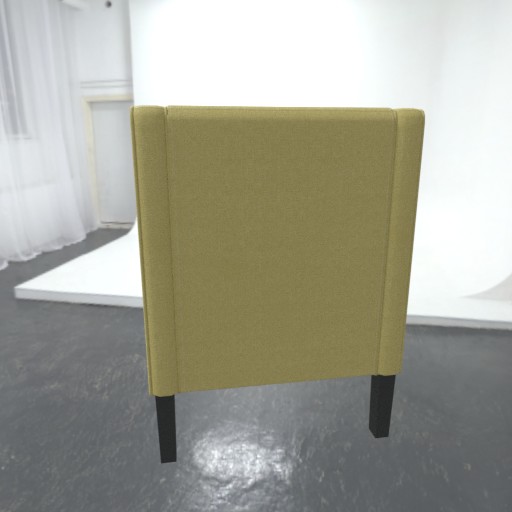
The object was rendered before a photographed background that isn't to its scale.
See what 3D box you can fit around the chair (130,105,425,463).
[{"bbox_3d":[0.000,0.000,1.469,0.696,0.896,0.814,-3,15,-9],"label":"chair"}]
